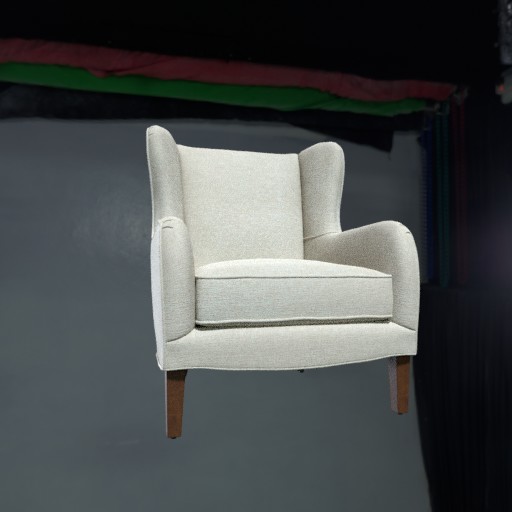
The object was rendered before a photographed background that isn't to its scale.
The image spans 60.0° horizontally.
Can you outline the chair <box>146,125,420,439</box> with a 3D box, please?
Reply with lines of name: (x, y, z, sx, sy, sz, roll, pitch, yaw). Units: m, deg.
chair: (0.000, 0.000, 1.742, 0.838, 1.040, 0.966, 0, -2, -16)
